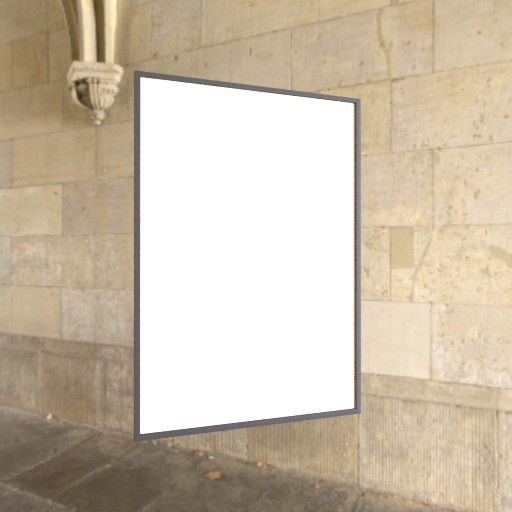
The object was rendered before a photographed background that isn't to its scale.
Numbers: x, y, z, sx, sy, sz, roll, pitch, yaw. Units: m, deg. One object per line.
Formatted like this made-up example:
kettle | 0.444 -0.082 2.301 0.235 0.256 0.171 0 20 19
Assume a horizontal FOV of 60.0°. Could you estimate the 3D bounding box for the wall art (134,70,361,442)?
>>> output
wall art | 0.000 0.000 0.861 0.457 0.657 0.013 0 0 -18
